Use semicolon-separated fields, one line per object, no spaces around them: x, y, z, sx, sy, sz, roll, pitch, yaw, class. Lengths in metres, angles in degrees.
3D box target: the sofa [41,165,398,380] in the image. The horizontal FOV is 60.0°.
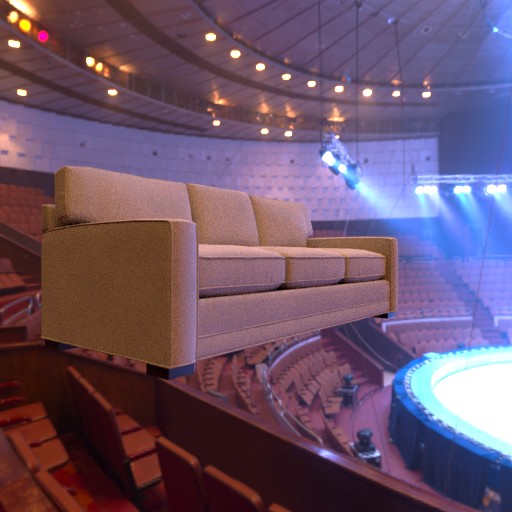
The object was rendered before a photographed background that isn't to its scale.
0.000;0.000;2.607;0.935;0.862;2.088;0;0;39;sofa
